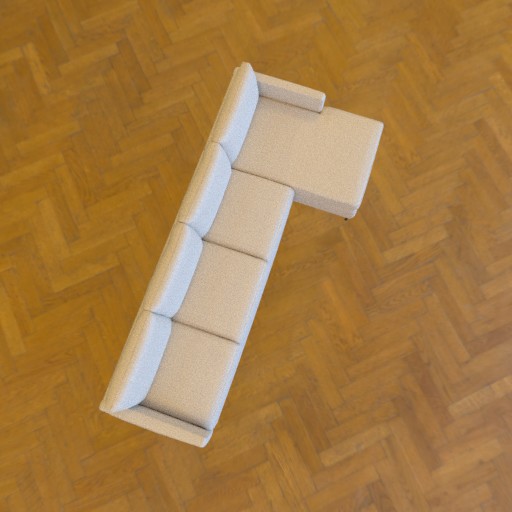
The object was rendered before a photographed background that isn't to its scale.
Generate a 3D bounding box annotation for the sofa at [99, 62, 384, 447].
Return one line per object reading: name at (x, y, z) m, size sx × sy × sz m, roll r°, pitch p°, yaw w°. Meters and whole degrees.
sofa at (0.000, 0.000, 3.283) m, size 1.258 × 0.755 × 2.731 m, roll 19°, pitch 78°, yaw 4°
